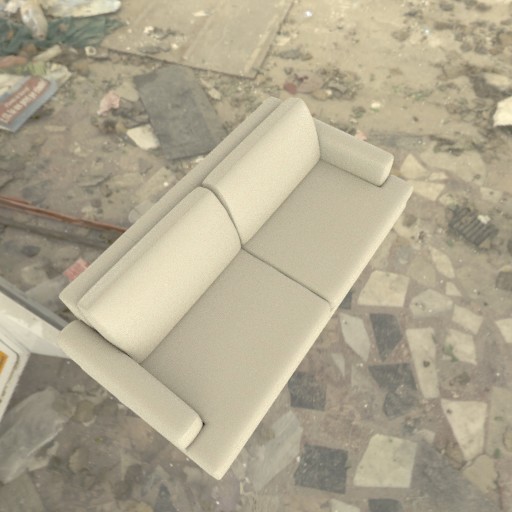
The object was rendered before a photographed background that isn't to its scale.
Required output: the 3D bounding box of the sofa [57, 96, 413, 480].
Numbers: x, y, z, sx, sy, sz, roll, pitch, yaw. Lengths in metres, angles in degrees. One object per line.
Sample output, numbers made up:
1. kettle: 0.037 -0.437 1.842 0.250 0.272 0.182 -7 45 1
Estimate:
1. sofa: 0.000 0.000 2.371 0.974 0.765 1.940 31 63 18
